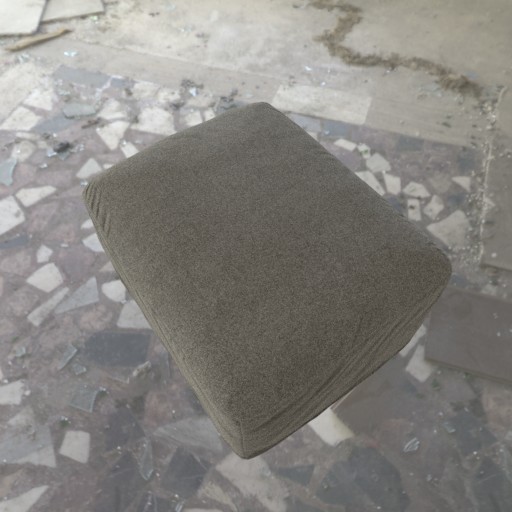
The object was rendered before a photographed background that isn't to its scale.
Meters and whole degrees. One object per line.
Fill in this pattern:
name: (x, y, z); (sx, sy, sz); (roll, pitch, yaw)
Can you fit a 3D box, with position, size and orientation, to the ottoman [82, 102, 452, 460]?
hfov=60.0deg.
ottoman: (0.000, 0.000, 1.268); (0.683, 0.481, 0.837); (-31, 62, -19)
